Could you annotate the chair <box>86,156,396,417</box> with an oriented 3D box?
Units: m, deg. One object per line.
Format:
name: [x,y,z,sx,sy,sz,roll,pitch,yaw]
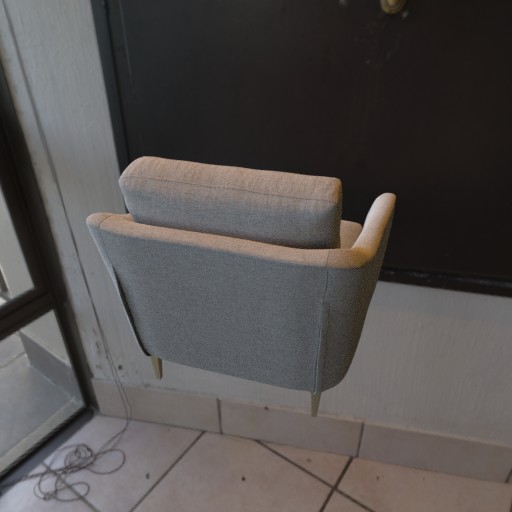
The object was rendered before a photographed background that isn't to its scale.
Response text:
chair: [0.000,0.000,1.716,0.986,0.902,0.961,9,34,14]
